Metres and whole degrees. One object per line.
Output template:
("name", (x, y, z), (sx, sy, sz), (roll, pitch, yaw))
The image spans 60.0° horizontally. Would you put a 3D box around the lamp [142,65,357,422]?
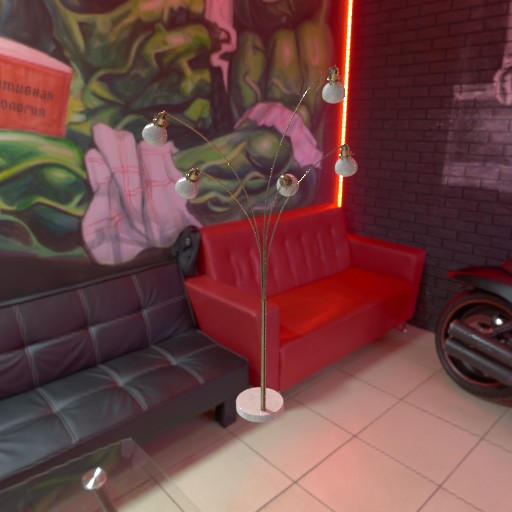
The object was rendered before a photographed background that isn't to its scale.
("lamp", (0.000, 0.000, 3.043), (1.405, 2.423, 0.361), (-3, 17, -10))
